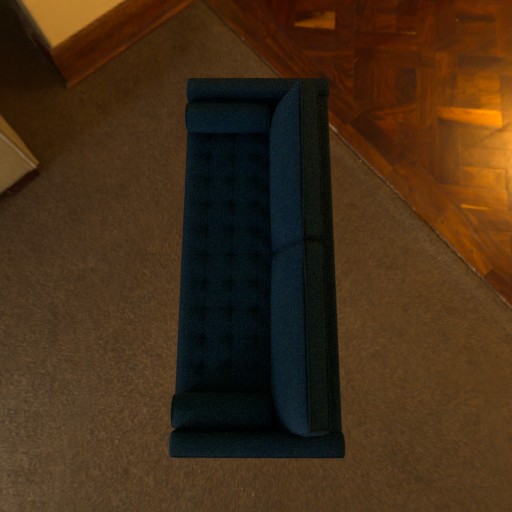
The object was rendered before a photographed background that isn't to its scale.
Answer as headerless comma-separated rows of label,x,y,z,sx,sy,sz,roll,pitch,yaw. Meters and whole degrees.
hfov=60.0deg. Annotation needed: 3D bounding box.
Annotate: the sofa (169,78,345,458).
sofa,0.000,0.000,2.676,0.914,0.762,2.210,0,75,0
